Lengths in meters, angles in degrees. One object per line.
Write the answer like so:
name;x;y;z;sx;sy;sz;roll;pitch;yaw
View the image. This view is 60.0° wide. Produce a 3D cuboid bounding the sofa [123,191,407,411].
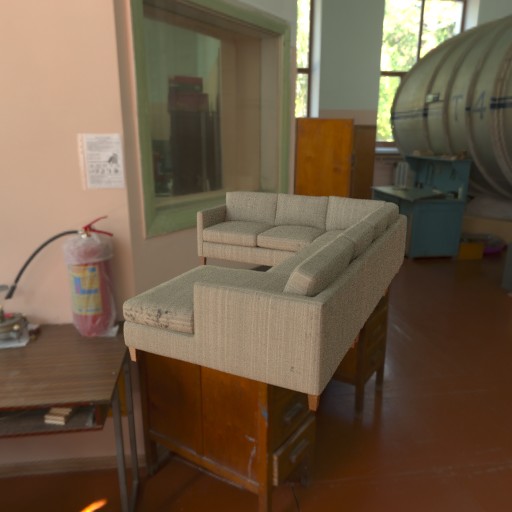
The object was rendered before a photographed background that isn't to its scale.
sofa;0.000;0.000;4.689;2.594;0.961;3.460;7;17;25
